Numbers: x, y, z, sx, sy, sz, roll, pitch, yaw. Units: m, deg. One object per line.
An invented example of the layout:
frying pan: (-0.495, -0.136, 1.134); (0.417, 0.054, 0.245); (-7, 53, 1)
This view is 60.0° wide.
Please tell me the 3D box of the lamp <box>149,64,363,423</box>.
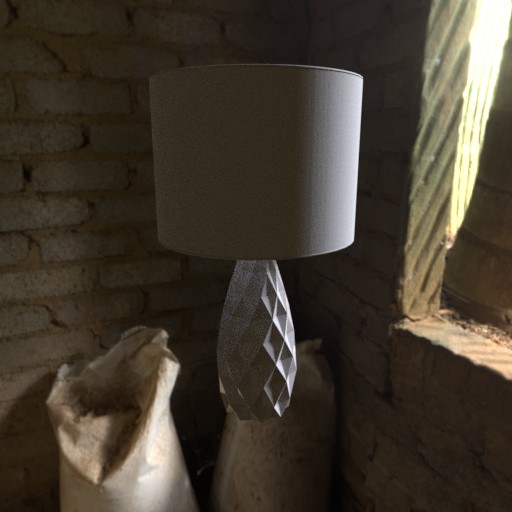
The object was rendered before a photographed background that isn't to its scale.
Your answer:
lamp: (0.000, 0.000, 0.695); (0.297, 0.522, 0.297); (0, 15, 0)
